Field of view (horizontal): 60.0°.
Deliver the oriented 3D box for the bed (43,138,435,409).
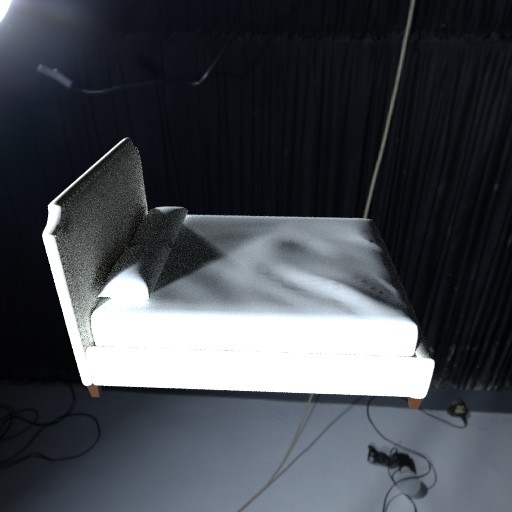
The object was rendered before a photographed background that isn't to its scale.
[{"bbox_3d":[0.000,0.000,3.443,2.365,1.443,1.712,1,30,2],"label":"bed"}]
